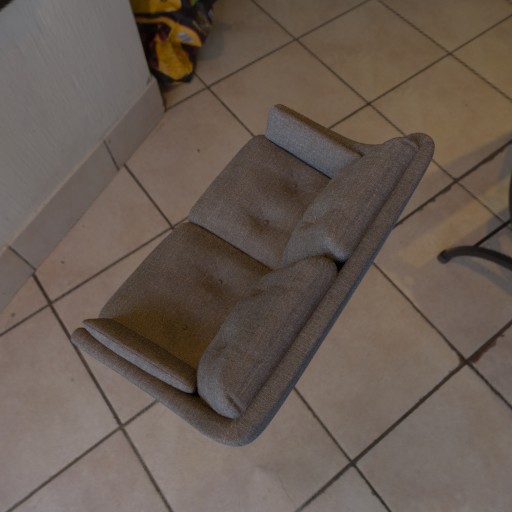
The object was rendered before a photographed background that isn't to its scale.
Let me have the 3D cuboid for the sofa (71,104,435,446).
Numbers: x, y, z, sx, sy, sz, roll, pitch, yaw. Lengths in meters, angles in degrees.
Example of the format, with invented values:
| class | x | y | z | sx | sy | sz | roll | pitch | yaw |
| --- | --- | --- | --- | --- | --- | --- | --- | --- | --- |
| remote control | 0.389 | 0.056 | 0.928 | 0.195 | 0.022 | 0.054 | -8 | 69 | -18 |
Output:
| class | x | y | z | sx | sy | sz | roll | pitch | yaw |
| --- | --- | --- | --- | --- | --- | --- | --- | --- | --- |
| sofa | 0.000 | 0.000 | 2.184 | 0.976 | 0.887 | 1.646 | 32 | 69 | 14 |
